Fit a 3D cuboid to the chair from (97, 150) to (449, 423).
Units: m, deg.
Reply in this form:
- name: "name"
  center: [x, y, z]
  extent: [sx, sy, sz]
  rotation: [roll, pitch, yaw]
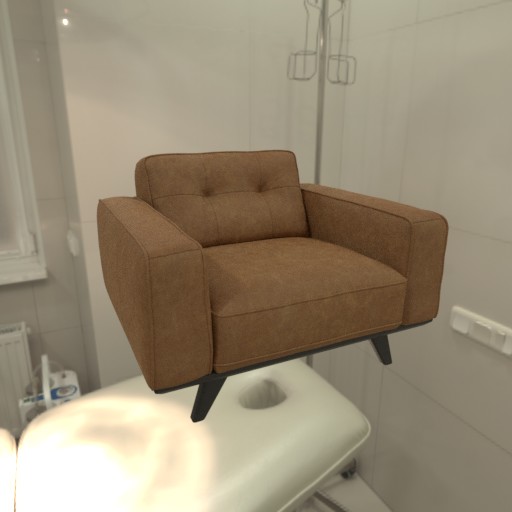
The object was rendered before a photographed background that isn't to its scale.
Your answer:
- name: "chair"
  center: [0.000, 0.000, 1.784]
  extent: [1.118, 0.782, 0.952]
  rotation: [-8, 19, -25]
